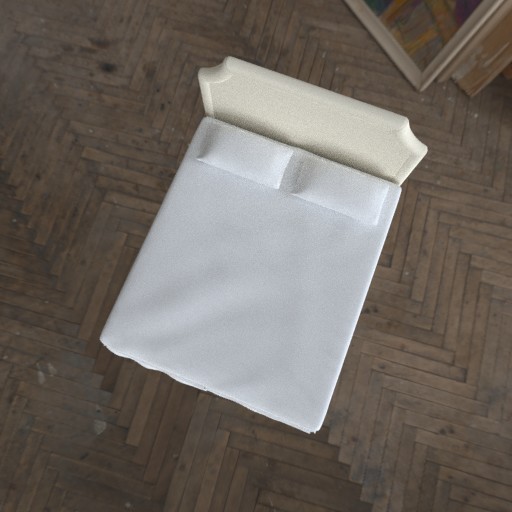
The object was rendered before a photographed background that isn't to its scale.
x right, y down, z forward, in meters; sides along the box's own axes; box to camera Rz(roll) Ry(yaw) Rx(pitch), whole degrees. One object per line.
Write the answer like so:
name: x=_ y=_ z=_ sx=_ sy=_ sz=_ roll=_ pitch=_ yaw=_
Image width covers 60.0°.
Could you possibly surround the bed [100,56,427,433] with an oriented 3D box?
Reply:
bed: x=0.000 y=0.000 z=4.194 sx=2.350 sy=1.590 sz=2.773 roll=21 pitch=77 yaw=5
